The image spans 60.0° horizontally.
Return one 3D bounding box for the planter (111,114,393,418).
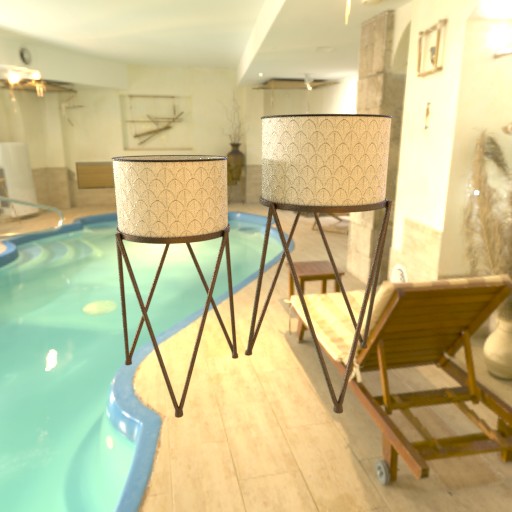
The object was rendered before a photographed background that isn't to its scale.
[{"bbox_3d":[0.000,0.000,1.184,0.769,0.712,0.413,-2,15,-7],"label":"planter"}]
